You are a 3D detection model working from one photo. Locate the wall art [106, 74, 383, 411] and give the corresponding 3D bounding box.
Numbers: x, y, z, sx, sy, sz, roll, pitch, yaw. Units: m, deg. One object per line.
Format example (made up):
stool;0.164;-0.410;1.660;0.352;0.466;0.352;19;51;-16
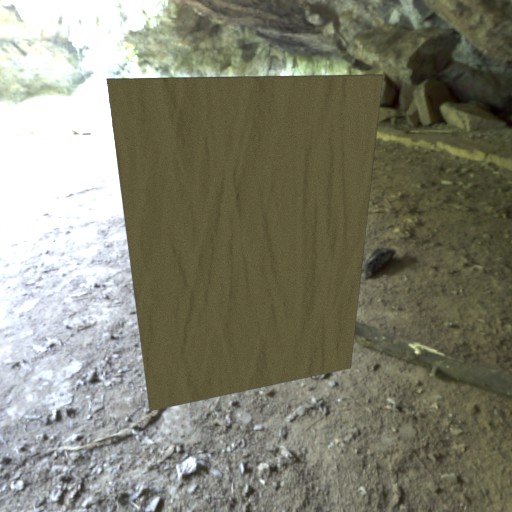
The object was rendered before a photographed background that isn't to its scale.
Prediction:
wall art;0.000;0.000;1.484;0.810;1.116;0.016;-7;26;-16
